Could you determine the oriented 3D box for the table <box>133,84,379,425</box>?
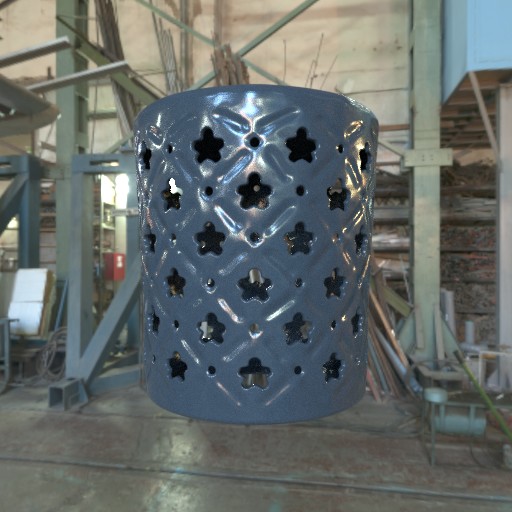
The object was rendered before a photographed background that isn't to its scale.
[{"bbox_3d":[0.000,0.000,0.657,0.352,0.387,0.352,0,0,0],"label":"table"}]
